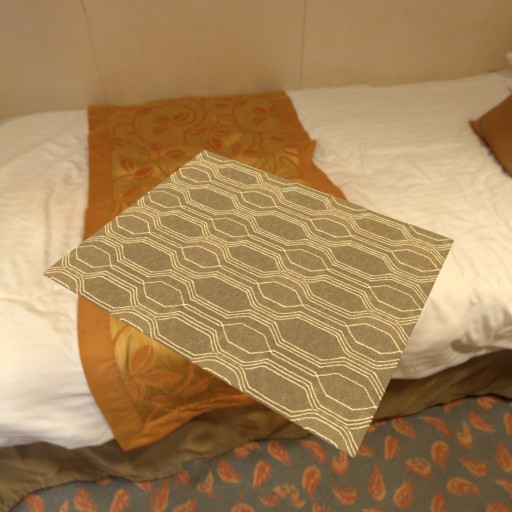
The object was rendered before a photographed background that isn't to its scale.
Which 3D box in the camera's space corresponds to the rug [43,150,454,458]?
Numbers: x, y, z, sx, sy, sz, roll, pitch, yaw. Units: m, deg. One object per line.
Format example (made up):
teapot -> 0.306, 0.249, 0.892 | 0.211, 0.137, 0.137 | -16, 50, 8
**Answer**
rug -> 0.000, 0.000, 4.197 | 3.062, 0.012, 2.457 | 24, 50, 22
